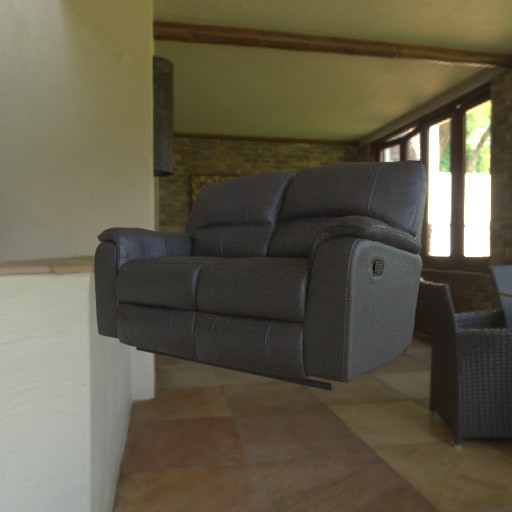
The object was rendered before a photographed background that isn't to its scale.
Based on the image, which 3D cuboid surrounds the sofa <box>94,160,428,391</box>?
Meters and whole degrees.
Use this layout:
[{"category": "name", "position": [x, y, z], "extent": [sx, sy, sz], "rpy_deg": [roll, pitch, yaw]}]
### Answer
[{"category": "sofa", "position": [0.000, 0.000, 2.560], "extent": [1.765, 1.111, 1.104], "rpy_deg": [1, 1, 37]}]
